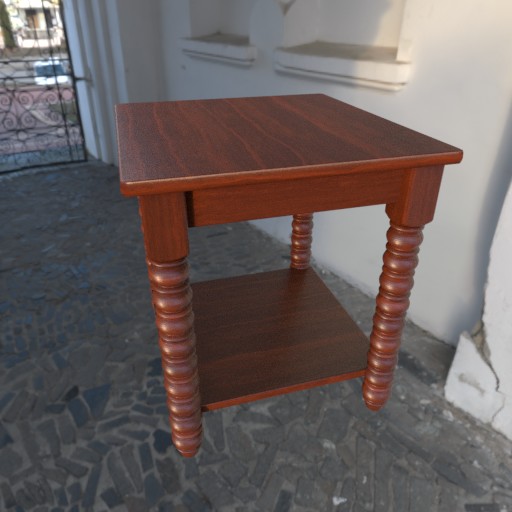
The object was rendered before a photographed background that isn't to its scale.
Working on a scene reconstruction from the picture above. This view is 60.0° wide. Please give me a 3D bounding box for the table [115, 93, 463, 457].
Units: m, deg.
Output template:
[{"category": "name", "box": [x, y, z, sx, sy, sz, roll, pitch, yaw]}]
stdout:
[{"category": "table", "box": [0.000, 0.000, 0.960, 0.500, 0.567, 0.533, -8, 30, -14]}]
